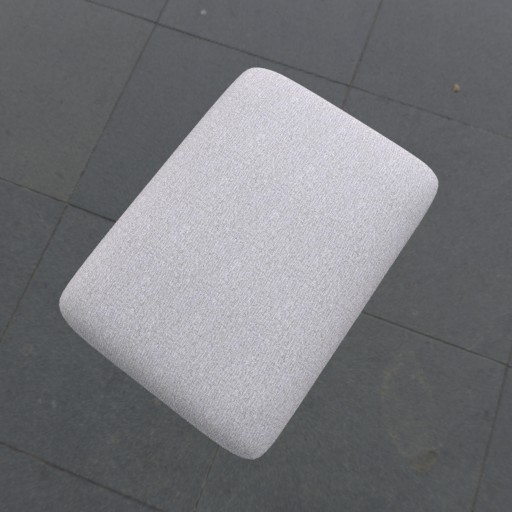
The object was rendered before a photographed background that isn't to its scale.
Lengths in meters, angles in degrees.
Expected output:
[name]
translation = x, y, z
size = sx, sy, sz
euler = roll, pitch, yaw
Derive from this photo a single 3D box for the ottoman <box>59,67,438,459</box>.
[ottoman]
translation = 0.000, 0.000, 1.095
size = 0.568, 0.420, 0.772
euler = 35, 79, 8
